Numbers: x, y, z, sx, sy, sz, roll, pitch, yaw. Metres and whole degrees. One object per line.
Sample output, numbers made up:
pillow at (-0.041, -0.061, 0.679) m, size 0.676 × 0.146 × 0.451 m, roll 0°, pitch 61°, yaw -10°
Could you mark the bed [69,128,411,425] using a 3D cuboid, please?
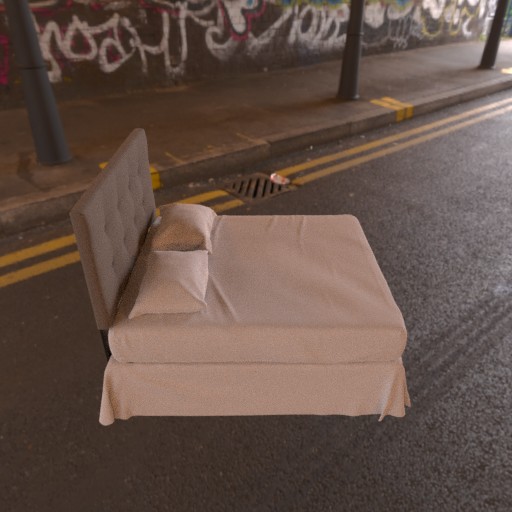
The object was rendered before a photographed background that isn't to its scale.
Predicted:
bed at (0.000, 0.000, 3.500) m, size 2.222 × 1.577 × 1.936 m, roll 0°, pitch 32°, yaw 0°
